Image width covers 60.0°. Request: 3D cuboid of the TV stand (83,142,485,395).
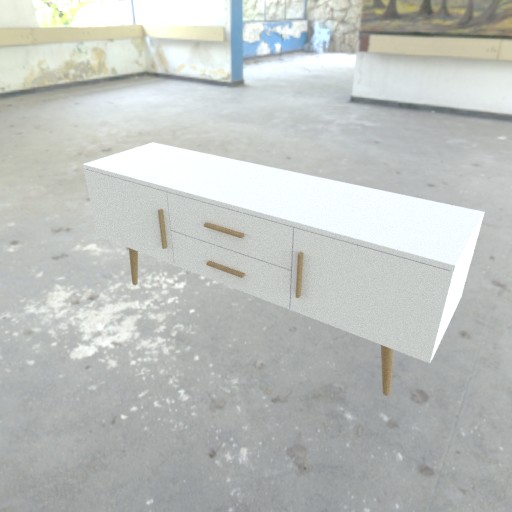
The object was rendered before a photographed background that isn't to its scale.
[{"bbox_3d":[0.000,0.000,1.673,1.398,0.560,0.401,18,34,29],"label":"TV stand"}]
